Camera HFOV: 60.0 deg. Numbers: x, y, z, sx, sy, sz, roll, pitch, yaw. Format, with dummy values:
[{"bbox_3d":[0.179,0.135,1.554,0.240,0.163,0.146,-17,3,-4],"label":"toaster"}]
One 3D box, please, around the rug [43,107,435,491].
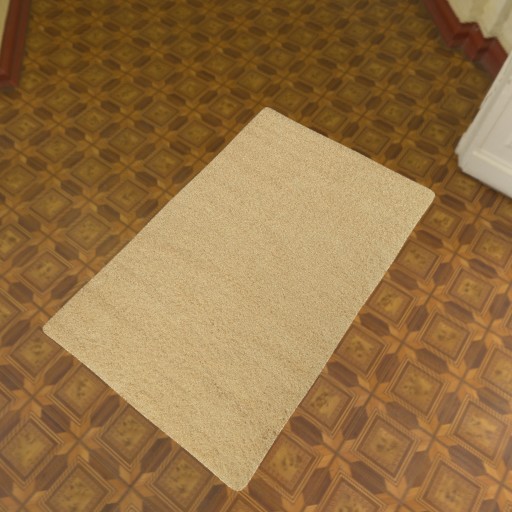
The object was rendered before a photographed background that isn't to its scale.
[{"bbox_3d":[0.000,0.000,2.923,1.500,0.026,2.349,32,65,17],"label":"rug"}]
